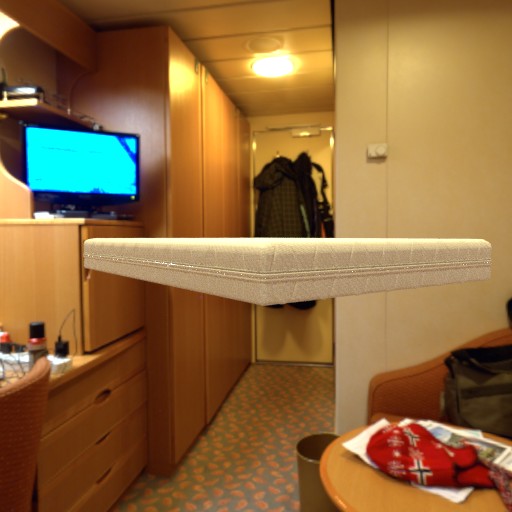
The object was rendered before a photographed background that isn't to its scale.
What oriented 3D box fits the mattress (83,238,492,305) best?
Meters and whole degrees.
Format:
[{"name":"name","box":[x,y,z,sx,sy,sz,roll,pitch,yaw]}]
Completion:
[{"name":"mattress","box":[0.000,0.000,2.552,1.400,0.200,2.000,-2,3,-36]}]
